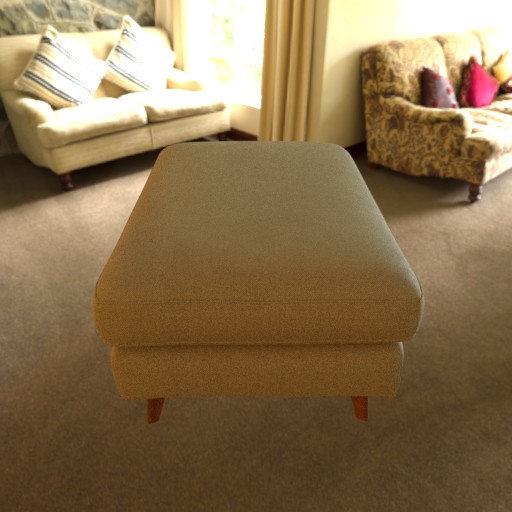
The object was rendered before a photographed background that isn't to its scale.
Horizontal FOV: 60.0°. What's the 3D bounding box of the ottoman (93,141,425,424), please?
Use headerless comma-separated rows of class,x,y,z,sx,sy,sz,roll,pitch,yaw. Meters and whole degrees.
ottoman,0.000,0.000,1.175,0.608,0.449,0.811,0,33,-1
